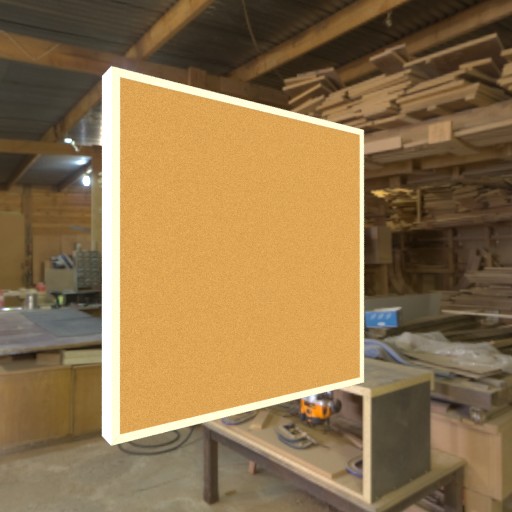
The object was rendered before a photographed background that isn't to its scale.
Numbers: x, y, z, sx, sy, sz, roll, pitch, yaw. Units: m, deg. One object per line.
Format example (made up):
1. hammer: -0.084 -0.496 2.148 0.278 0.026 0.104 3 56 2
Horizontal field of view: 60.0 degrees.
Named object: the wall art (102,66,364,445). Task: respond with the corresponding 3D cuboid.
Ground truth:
1. wall art: 0.000 0.000 0.760 0.509 0.509 0.040 0 0 -36
